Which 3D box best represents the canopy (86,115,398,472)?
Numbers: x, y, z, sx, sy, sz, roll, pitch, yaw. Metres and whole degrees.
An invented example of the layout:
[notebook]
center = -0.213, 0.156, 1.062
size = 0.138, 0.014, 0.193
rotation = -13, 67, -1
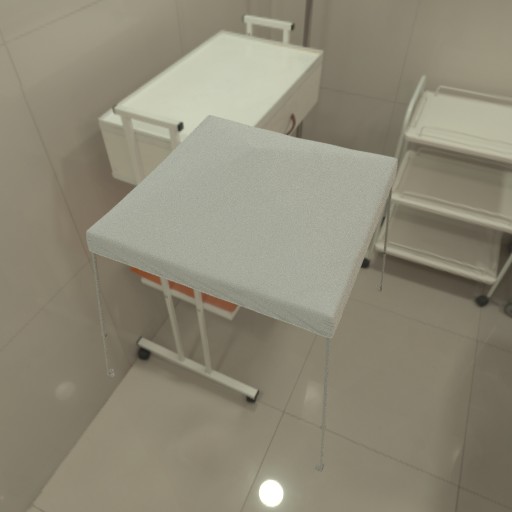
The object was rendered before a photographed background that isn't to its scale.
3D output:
[canopy]
center = 0.000, 0.000, 5.083
size = 2.848, 2.849, 2.849
rotation = 18, 49, 17
